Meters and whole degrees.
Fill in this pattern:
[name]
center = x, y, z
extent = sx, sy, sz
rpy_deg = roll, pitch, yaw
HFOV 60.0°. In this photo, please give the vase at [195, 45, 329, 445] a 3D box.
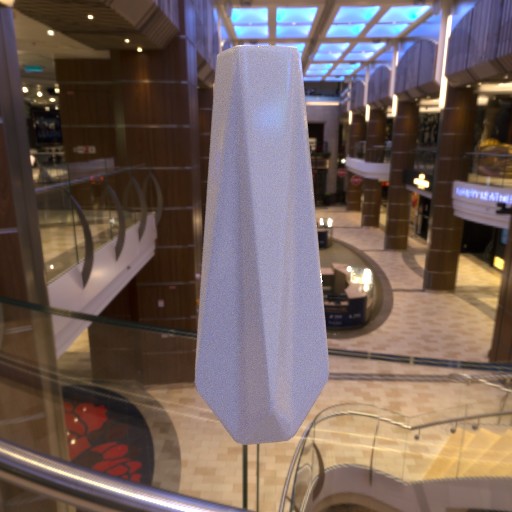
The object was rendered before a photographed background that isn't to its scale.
[vase]
center = 0.000, 0.000, 0.391
extent = 0.122, 0.329, 0.116
rpy_deg = -14, 20, -42
